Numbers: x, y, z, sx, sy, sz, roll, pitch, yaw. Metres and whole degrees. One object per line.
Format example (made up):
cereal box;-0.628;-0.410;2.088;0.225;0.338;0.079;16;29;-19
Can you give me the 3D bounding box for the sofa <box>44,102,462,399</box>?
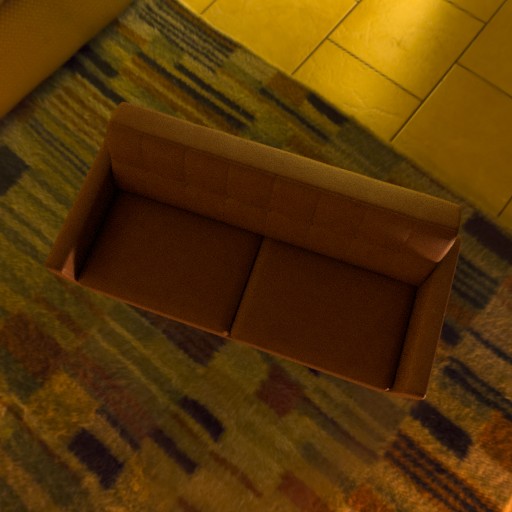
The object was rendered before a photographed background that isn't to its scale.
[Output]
sofa;0.000;0.000;2.586;2.137;0.892;0.980;18;76;5
